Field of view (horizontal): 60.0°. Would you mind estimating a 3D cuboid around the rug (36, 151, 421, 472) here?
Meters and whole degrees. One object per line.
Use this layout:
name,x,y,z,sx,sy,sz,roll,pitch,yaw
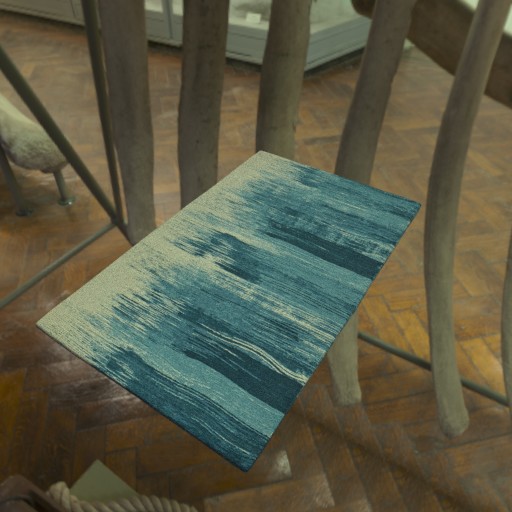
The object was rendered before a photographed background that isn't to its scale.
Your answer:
rug,0.000,0.000,3.040,1.540,0.027,2.450,24,48,24
